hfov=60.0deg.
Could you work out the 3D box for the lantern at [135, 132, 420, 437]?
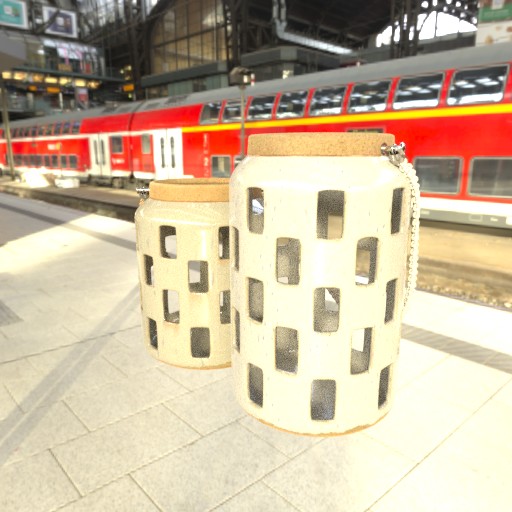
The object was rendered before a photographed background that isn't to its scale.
[{"bbox_3d":[0.000,0.000,0.494,0.184,0.255,0.347,-13,18,-43],"label":"lantern"}]
